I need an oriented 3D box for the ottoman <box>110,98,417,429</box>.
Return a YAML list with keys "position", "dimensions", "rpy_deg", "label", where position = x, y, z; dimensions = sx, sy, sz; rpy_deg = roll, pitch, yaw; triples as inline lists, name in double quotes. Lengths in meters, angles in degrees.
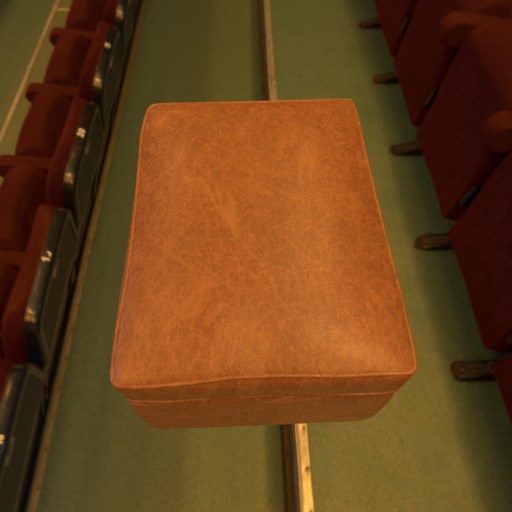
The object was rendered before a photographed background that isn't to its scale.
- position: [0.000, 0.000, 1.113]
  dimensions: [0.554, 0.468, 0.756]
  rpy_deg: [-2, 58, -1]
  label: "ottoman"
